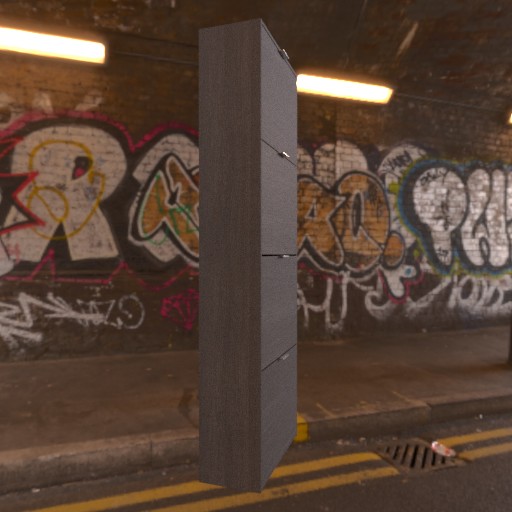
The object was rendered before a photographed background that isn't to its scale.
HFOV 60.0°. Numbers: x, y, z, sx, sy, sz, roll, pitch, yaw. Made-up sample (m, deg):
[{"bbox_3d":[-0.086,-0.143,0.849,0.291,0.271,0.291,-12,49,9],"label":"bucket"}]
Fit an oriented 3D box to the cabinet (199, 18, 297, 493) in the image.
[{"bbox_3d":[0.000,0.000,1.799,0.255,1.630,0.520,0,0,19],"label":"cabinet"}]
